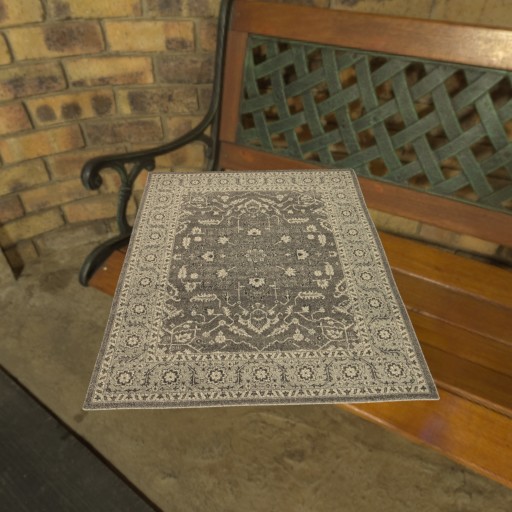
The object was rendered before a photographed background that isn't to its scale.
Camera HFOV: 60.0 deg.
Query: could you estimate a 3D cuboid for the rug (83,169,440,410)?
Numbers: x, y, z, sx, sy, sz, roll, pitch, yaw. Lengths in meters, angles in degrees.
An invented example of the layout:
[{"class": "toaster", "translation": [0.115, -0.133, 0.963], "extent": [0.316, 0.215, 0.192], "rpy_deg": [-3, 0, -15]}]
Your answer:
[{"class": "rug", "translation": [0.000, 0.000, 4.164], "extent": [2.451, 0.026, 3.069], "rpy_deg": [-1, 42, -1]}]
